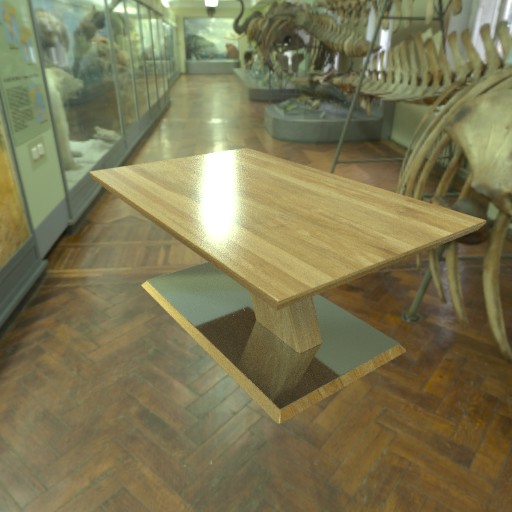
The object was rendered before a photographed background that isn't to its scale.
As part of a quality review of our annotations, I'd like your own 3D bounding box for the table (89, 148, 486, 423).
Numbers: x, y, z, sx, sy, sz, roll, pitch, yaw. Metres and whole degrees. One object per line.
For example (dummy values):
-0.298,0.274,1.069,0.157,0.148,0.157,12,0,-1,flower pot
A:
0.000,0.000,1.472,0.692,0.441,1.100,-17,31,-32,table
